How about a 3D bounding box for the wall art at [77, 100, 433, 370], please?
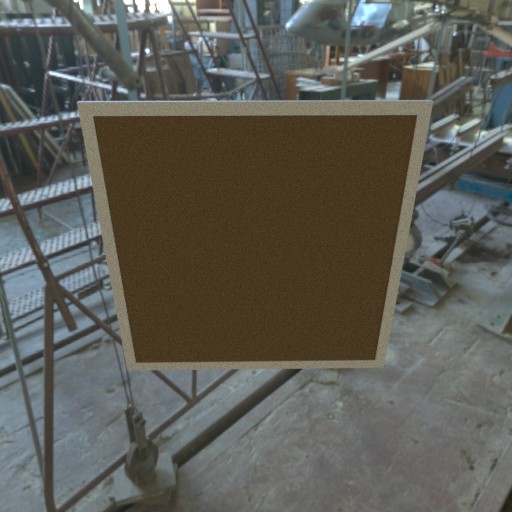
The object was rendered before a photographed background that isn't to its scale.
[{"bbox_3d":[0.000,0.000,1.213,0.812,0.812,0.015,0,29,-1],"label":"wall art"}]
